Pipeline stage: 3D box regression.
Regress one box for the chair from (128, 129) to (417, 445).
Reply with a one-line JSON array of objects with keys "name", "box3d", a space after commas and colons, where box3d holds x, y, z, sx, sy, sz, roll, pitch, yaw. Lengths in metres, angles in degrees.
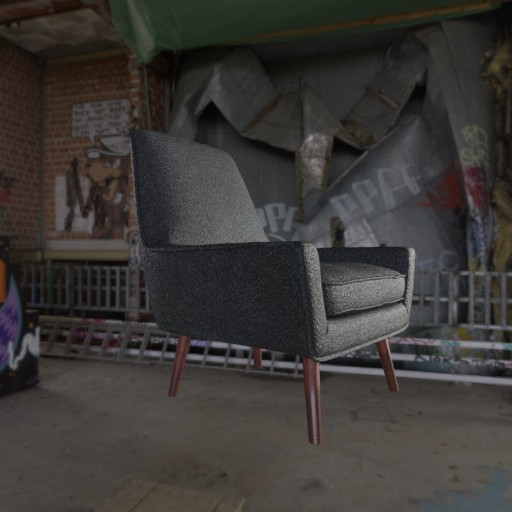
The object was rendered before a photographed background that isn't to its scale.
[{"name": "chair", "box3d": [0.000, 0.000, 1.480, 0.859, 0.883, 0.763, 0, 0, 38]}]
